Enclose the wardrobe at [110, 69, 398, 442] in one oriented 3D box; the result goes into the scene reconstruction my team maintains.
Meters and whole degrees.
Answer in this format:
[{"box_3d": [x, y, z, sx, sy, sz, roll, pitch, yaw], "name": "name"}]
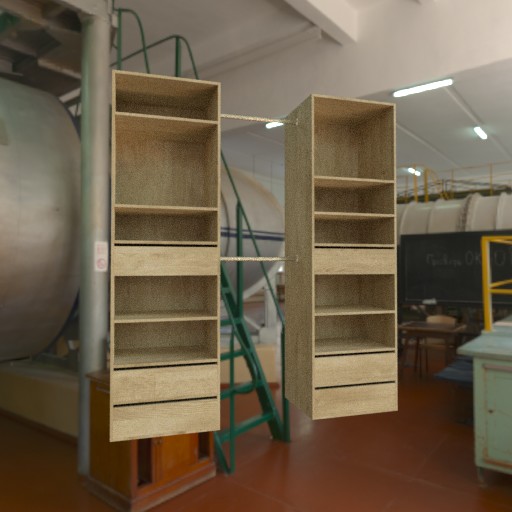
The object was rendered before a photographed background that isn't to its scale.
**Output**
[{"box_3d": [0.000, 0.000, 2.864, 1.770, 2.000, 0.480, 0, -1, -17], "name": "wardrobe"}]
